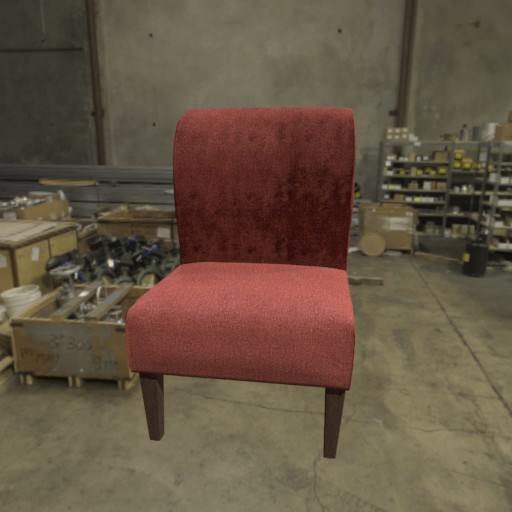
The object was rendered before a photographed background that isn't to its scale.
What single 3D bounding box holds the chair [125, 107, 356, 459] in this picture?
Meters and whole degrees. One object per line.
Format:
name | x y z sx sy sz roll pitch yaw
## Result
chair | 0.000 0.000 1.258 0.538 0.846 0.640 2 14 9
